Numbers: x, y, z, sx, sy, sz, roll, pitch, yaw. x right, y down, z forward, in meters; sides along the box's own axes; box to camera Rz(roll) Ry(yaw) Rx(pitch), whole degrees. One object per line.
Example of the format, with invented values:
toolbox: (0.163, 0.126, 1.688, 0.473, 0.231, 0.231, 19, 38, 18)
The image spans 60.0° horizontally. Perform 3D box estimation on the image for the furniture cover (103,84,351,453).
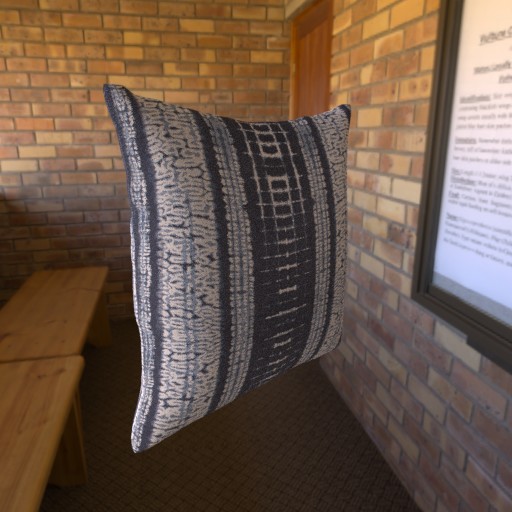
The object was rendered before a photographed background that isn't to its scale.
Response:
furniture cover: (0.000, 0.000, 0.638, 0.425, 0.435, 0.133, -14, 21, -42)
